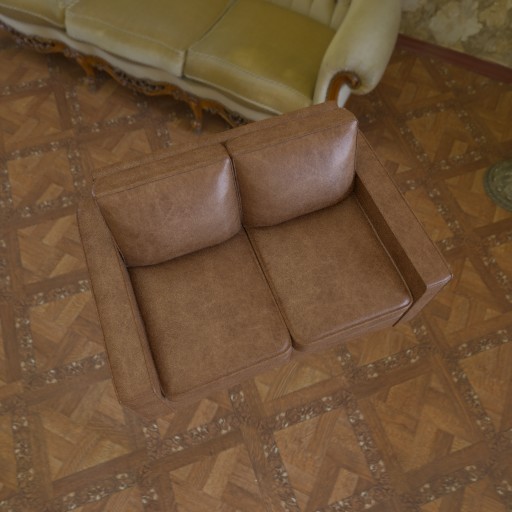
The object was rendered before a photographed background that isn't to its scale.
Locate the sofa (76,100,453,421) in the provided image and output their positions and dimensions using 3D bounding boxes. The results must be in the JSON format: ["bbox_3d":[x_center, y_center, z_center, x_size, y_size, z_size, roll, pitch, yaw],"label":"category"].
[{"bbox_3d":[0.000,0.000,2.167,1.532,0.896,1.020,-19,65,-9],"label":"sofa"}]
